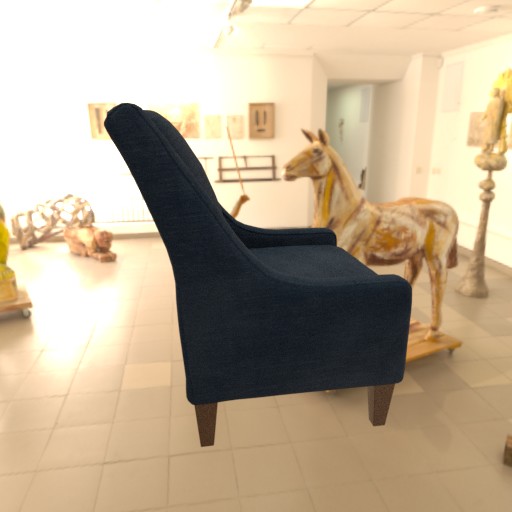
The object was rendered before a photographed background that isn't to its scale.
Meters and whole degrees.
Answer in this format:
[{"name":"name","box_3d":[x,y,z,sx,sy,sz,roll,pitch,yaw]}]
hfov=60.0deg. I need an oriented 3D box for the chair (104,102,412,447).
[{"name":"chair","box_3d":[0.000,0.000,1.605,0.870,1.014,0.774,-3,17,-10]}]
